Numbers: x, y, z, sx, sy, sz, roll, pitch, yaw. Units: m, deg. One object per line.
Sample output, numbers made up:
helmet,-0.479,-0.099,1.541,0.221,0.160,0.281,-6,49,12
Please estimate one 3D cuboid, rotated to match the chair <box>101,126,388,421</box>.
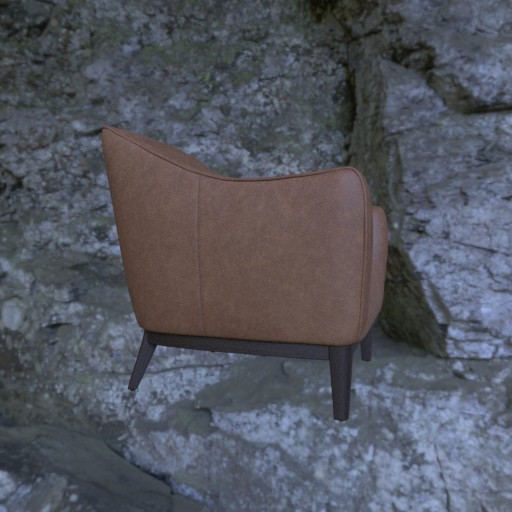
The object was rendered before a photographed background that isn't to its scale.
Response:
chair,0.000,0.000,1.549,0.852,0.830,0.871,0,0,19
